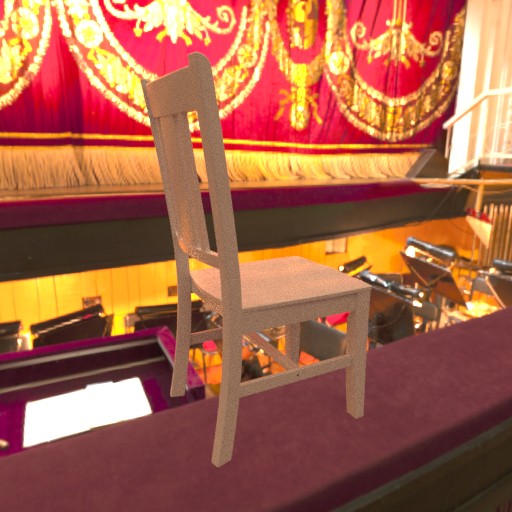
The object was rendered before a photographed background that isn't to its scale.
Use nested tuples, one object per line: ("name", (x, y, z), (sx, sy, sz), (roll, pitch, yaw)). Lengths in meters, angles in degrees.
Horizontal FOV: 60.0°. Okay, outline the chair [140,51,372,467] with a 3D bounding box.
("chair", (0.000, 0.000, 1.309), (0.555, 0.998, 0.450), (-7, 16, -27))
